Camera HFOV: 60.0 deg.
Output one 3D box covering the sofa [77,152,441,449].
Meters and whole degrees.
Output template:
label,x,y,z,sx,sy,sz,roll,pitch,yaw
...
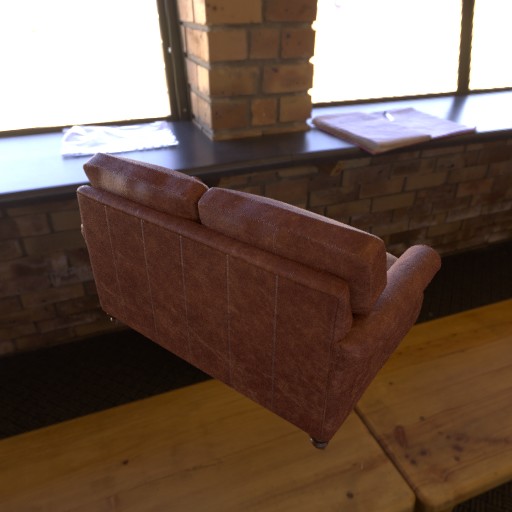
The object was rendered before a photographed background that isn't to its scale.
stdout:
label,x,y,z,sx,sy,sz,roll,pitch,yaw
sofa,0.000,0.000,2.238,1.616,0.967,0.990,21,37,31
